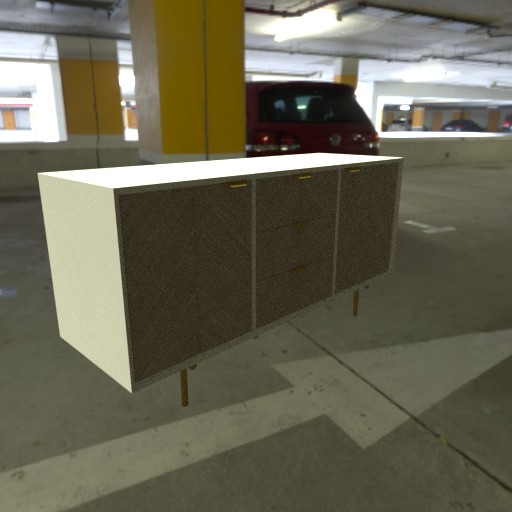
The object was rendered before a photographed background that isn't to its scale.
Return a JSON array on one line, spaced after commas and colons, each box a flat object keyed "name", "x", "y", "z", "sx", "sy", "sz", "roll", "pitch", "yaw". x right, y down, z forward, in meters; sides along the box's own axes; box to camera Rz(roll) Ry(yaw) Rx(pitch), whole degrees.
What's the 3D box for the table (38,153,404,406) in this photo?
[{"name": "table", "x": 0.000, "y": 0.000, "z": 1.887, "sx": 0.508, "sy": 0.769, "sz": 1.500, "roll": 16, "pitch": 23, "yaw": 43}]
